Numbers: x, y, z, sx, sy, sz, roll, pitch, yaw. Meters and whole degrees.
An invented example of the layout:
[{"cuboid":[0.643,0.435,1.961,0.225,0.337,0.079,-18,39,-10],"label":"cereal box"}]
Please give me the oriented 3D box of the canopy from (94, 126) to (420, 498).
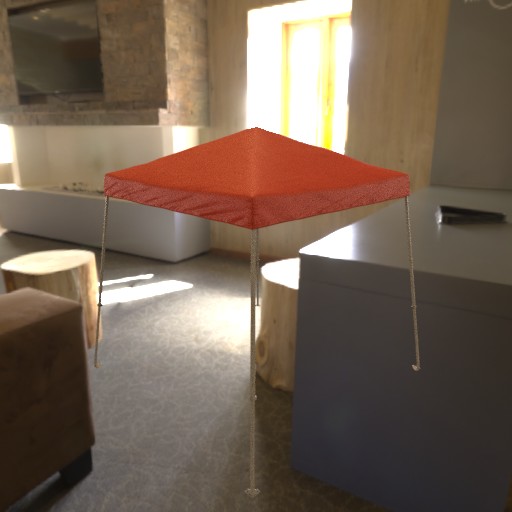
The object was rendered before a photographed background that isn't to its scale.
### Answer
[{"cuboid":[0.000,0.000,5.067,2.849,2.850,2.850,-15,22,-42],"label":"canopy"}]
